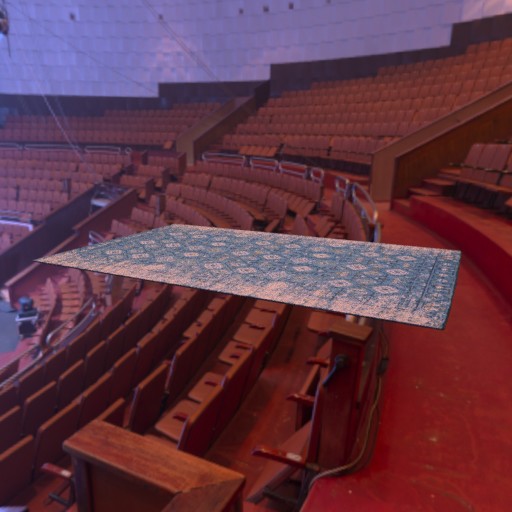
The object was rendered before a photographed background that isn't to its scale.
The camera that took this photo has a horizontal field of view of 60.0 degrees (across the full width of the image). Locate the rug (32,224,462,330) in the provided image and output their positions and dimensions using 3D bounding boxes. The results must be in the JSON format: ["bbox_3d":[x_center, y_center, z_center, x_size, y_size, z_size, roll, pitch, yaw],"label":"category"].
[{"bbox_3d":[0.000,0.000,2.156,1.795,0.008,1.102,7,16,26],"label":"rug"}]
